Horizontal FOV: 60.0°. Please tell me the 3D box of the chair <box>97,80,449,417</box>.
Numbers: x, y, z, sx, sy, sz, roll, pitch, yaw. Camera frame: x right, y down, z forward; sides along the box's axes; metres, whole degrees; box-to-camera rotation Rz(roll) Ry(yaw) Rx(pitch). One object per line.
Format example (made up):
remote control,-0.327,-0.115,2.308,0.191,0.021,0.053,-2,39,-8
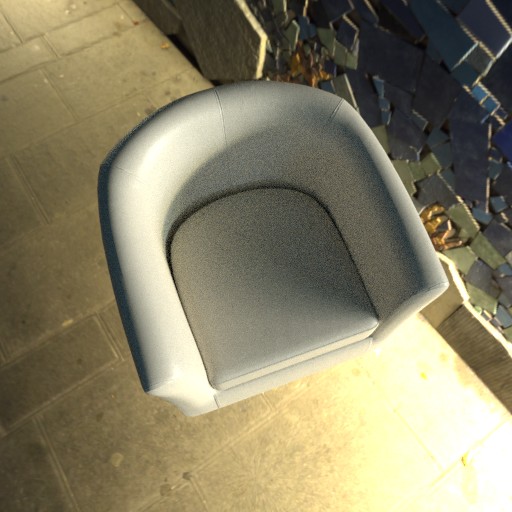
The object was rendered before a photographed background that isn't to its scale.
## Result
chair,0.000,0.000,1.393,0.792,0.756,0.727,-18,65,-9
